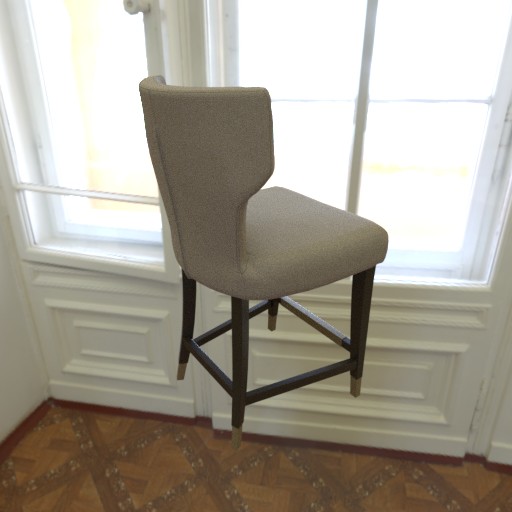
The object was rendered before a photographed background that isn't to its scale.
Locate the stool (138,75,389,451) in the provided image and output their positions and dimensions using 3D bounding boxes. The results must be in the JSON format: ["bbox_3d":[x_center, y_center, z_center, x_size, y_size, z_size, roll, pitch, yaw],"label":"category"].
[{"bbox_3d":[0.000,0.000,1.310,0.563,0.982,0.527,-17,30,-31],"label":"stool"}]
